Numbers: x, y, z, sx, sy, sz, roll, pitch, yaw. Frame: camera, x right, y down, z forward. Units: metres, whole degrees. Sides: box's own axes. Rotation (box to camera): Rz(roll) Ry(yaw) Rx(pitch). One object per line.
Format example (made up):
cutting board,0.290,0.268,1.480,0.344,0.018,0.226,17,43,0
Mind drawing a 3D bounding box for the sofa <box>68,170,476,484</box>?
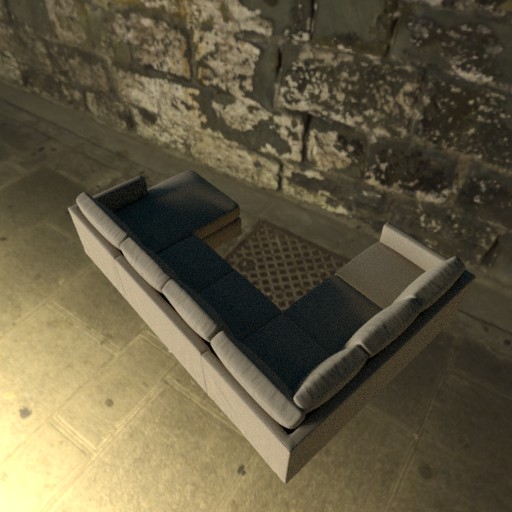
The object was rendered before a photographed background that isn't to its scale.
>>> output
sofa,0.000,0.000,4.629,2.427,0.882,3.460,-33,54,-27
